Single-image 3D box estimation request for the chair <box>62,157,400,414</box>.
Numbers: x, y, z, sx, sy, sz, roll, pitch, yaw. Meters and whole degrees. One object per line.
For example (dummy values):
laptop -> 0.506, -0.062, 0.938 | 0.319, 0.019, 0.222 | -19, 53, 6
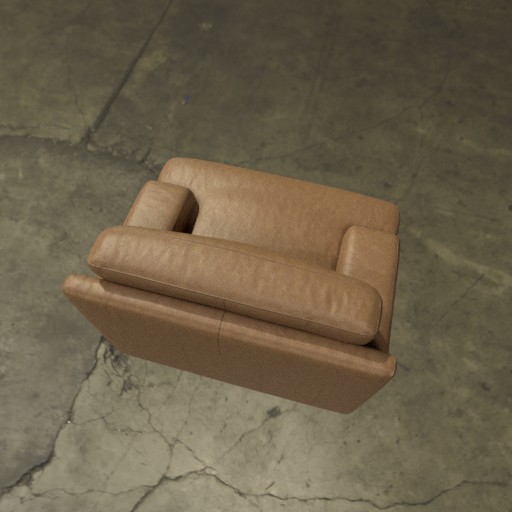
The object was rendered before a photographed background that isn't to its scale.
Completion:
chair -> 0.000, 0.000, 2.044 | 1.276, 0.978, 1.050 | 13, 63, 7
